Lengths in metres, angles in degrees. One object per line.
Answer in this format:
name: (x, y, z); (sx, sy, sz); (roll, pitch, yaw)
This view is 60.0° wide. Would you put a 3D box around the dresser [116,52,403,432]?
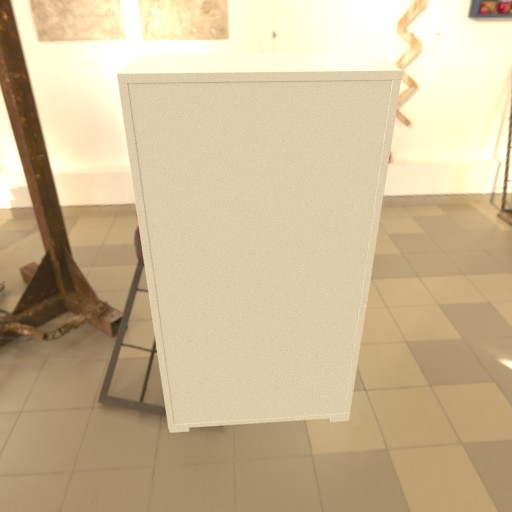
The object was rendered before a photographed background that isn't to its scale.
dresser: (0.000, 0.000, 1.470); (0.650, 1.190, 0.400); (-2, 30, -4)
